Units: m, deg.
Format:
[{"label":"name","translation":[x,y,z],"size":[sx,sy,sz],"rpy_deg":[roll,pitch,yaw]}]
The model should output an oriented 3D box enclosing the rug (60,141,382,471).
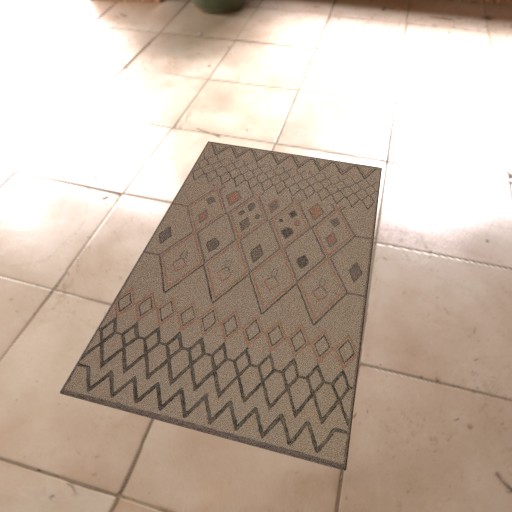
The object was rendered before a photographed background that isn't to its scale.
[{"label":"rug","translation":[0.000,0.000,3.018],"size":[1.524,0.015,2.438],"rpy_deg":[11,49,10]}]
